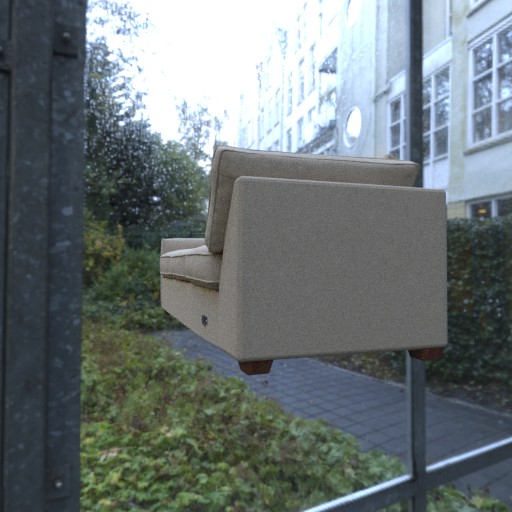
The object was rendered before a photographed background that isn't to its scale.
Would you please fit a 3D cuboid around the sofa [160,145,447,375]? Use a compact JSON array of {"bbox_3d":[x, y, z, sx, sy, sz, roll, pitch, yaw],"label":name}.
[{"bbox_3d":[0.000,0.000,2.908,1.061,0.962,2.317,0,-1,-19],"label":"sofa"}]
